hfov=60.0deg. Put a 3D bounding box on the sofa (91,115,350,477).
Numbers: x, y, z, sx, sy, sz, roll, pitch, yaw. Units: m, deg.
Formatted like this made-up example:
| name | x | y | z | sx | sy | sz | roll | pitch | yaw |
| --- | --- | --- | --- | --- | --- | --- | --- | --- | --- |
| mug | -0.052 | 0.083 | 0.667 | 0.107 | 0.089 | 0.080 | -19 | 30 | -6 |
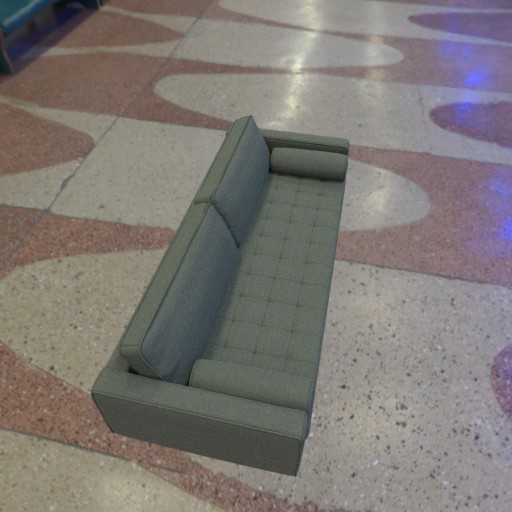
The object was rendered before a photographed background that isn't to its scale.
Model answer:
| name | x | y | z | sx | sy | sz | roll | pitch | yaw |
| --- | --- | --- | --- | --- | --- | --- | --- | --- | --- |
| sofa | 0.000 | 0.000 | 2.612 | 0.914 | 0.762 | 2.198 | 9 | 47 | 9 |
